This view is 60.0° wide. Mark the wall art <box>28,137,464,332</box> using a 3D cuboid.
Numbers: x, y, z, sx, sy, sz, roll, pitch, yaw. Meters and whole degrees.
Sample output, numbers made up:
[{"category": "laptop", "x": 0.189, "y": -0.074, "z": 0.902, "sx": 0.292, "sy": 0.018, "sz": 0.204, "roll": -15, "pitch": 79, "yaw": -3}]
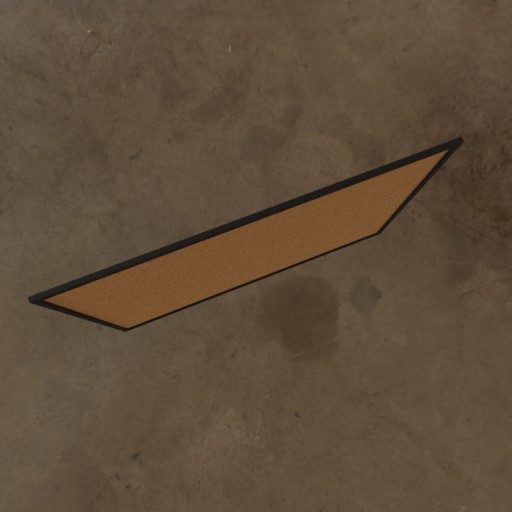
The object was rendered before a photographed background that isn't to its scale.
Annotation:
[{"category": "wall art", "x": 0.000, "y": 0.000, "z": 1.239, "sx": 0.963, "sy": 0.665, "sz": 0.013, "roll": -21, "pitch": 76, "yaw": -5}]
